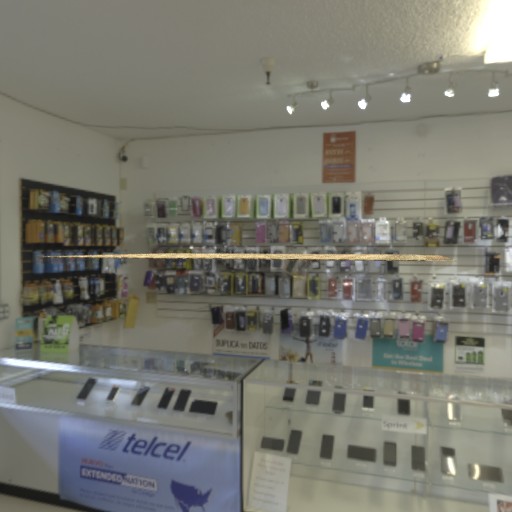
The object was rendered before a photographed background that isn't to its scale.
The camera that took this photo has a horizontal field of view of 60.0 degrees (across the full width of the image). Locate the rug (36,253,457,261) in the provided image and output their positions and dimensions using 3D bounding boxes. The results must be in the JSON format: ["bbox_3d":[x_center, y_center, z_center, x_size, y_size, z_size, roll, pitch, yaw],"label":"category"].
[{"bbox_3d":[0.000,0.000,3.075,2.438,0.008,1.524,0,1,19],"label":"rug"}]
